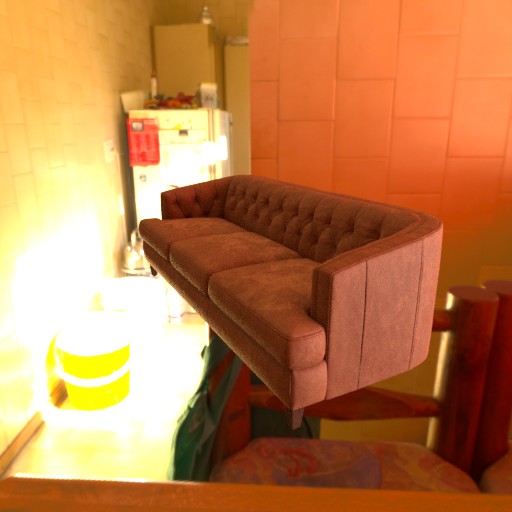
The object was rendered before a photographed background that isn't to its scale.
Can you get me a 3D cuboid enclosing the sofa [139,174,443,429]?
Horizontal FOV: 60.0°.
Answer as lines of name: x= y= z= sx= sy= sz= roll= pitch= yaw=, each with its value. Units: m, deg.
sofa: x=0.000 y=0.000 z=2.717 sx=0.922 sy=0.791 sz=2.257 roll=-9 pitch=19 yaw=-26
